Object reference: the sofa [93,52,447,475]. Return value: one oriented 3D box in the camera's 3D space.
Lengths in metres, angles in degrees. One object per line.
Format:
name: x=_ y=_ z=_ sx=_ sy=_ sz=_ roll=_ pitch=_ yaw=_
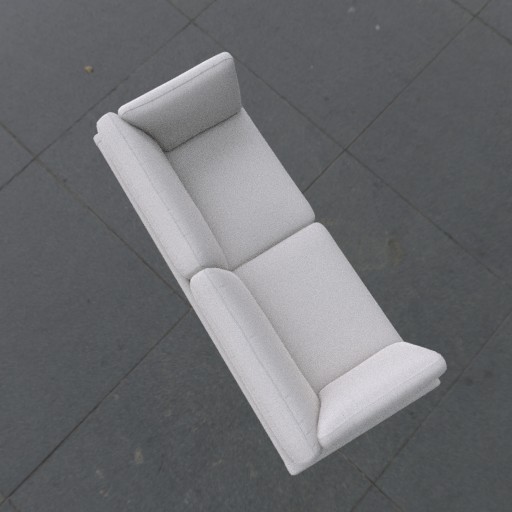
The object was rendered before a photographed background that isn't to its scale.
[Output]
sofa: x=0.000 y=0.000 z=2.707 sx=0.957 sy=0.863 sz=2.301 roll=-31 pitch=79 yaw=-7
